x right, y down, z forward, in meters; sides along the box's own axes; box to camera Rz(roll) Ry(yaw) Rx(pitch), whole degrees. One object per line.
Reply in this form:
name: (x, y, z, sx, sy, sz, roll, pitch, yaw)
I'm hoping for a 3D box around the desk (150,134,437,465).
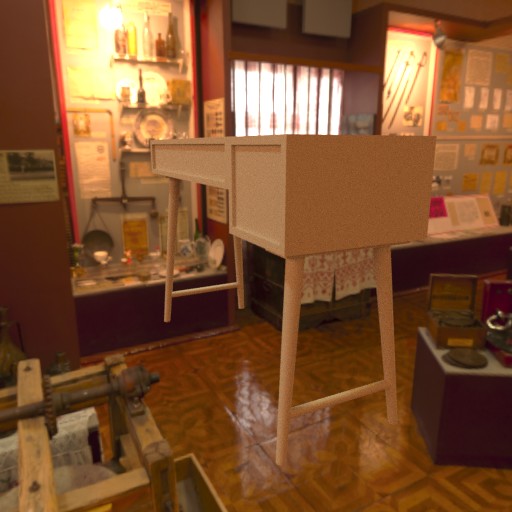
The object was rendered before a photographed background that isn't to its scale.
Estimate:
desk: (0.000, 0.000, 1.485, 0.409, 0.761, 1.069, -7, 16, -26)
